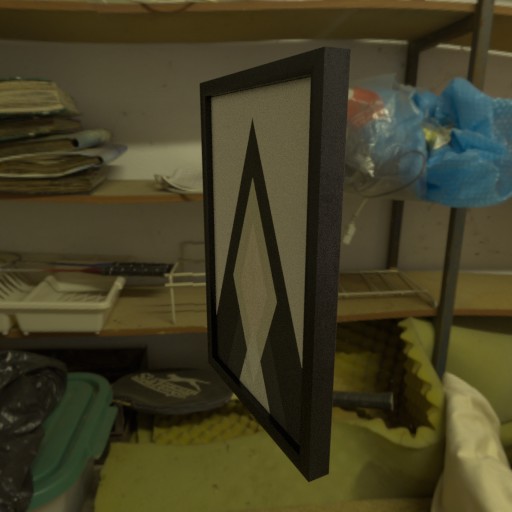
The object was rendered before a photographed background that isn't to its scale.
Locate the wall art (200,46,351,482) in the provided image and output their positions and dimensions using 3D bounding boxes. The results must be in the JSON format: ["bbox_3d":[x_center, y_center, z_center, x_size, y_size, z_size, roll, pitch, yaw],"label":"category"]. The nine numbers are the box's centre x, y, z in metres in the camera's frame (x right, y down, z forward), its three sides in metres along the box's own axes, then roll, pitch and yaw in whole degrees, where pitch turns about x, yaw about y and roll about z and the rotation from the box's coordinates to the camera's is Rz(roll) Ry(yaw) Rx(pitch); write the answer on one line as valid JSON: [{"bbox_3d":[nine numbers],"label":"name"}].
[{"bbox_3d":[0.000,0.000,0.587,0.031,0.457,0.313,-8,17,-26],"label":"wall art"}]
